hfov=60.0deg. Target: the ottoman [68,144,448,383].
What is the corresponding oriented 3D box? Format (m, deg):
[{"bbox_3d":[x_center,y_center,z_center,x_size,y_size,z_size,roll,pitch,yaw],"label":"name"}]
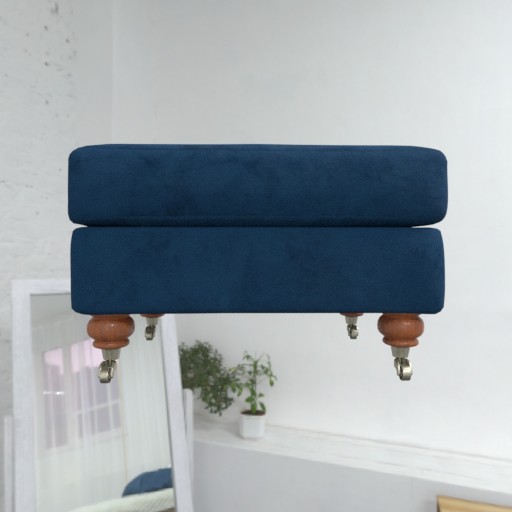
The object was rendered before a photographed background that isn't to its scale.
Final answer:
[{"bbox_3d":[0.000,0.000,1.137,0.773,0.503,0.572,0,1,-2],"label":"ottoman"}]
